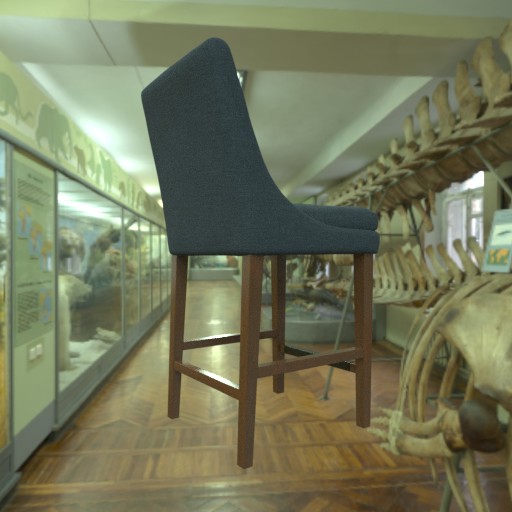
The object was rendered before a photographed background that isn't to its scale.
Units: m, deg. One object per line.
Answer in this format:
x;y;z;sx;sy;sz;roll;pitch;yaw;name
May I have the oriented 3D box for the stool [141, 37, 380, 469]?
0.000;0.000;1.293;0.577;0.981;0.470;0;0;-36;stool
